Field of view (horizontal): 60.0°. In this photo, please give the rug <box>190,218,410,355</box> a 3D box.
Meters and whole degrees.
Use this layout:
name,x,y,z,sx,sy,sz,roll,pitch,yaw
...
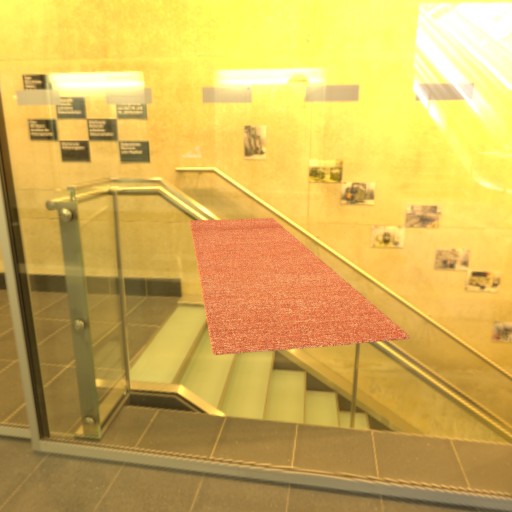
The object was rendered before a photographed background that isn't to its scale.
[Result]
name,x,y,z,sx,sy,sz,roll,pitch,yaw
rug,0.000,0.000,2.569,0.687,0.012,2.307,-3,16,-10
